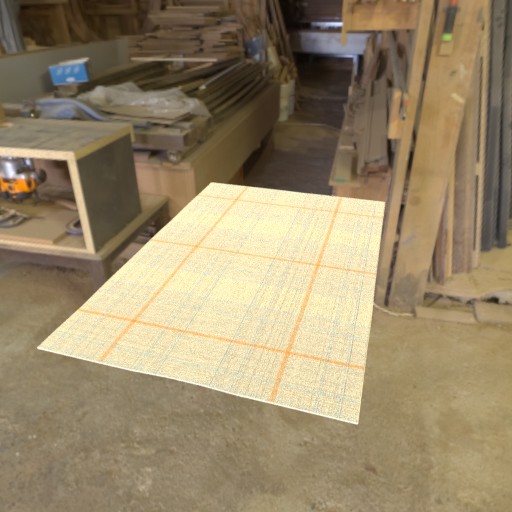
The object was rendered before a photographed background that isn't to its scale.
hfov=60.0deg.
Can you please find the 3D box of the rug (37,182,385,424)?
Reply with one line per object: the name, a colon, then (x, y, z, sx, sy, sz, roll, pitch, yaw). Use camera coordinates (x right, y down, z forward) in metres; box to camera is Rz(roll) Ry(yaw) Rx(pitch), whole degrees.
rug: (0.000, 0.000, 2.316, 1.232, 0.015, 1.825, 9, 32, 14)
